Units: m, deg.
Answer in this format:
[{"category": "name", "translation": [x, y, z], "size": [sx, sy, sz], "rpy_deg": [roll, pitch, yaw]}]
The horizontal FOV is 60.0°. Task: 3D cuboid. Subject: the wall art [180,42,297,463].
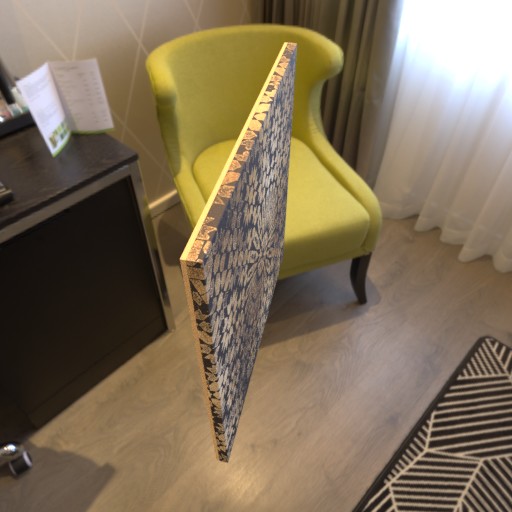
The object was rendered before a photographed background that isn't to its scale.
[{"category": "wall art", "translation": [0.000, 0.000, 1.346], "size": [0.038, 0.914, 0.914], "rpy_deg": [10, 47, 9]}]
